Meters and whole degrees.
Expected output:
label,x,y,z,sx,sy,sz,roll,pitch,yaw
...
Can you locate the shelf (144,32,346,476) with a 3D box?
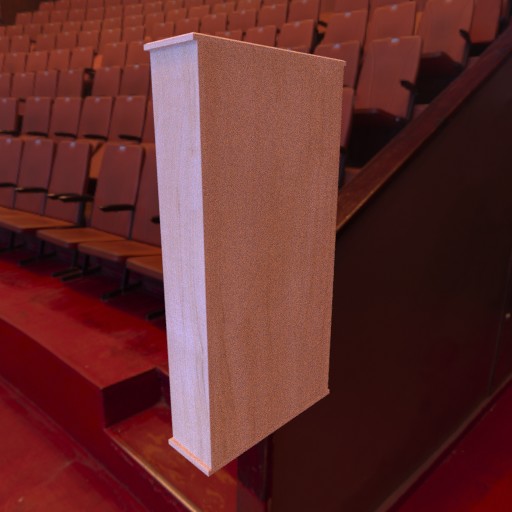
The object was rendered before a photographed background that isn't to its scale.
label,x,y,z,sx,sy,sz,roll,pitch,yaw
shelf,0.000,0.000,1.222,0.175,1.030,0.520,15,22,42
